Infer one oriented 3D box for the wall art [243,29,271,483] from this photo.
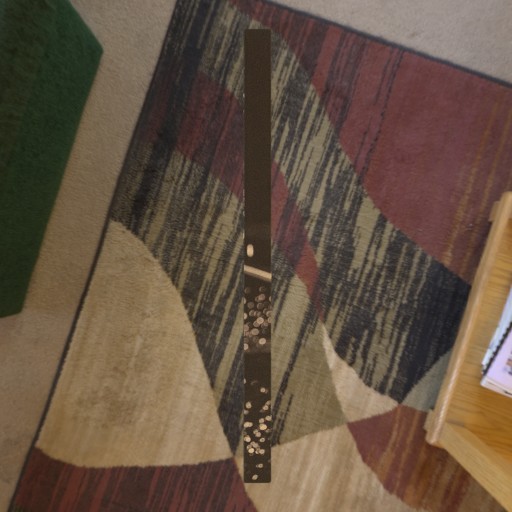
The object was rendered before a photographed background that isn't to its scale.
[{"bbox_3d":[0.000,0.000,0.795,0.037,0.406,0.609,0,90,-1],"label":"wall art"}]
